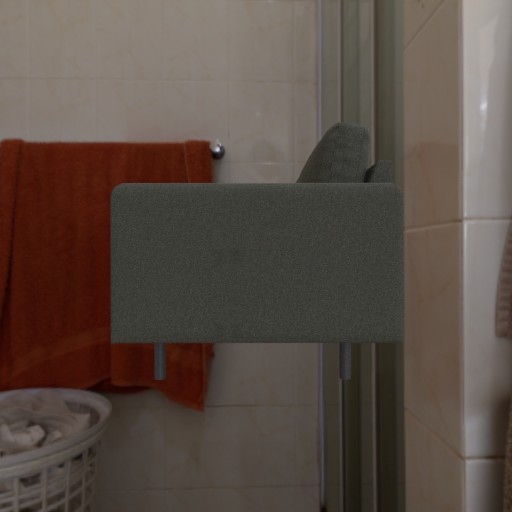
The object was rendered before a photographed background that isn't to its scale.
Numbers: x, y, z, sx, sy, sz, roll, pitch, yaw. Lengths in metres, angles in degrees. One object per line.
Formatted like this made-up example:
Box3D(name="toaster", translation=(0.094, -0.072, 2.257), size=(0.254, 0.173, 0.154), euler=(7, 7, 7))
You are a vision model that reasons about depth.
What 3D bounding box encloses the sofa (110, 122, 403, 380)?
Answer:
Box3D(name="sofa", translation=(0.000, 0.000, 2.178), size=(0.889, 0.897, 1.730), euler=(0, 0, 0))
